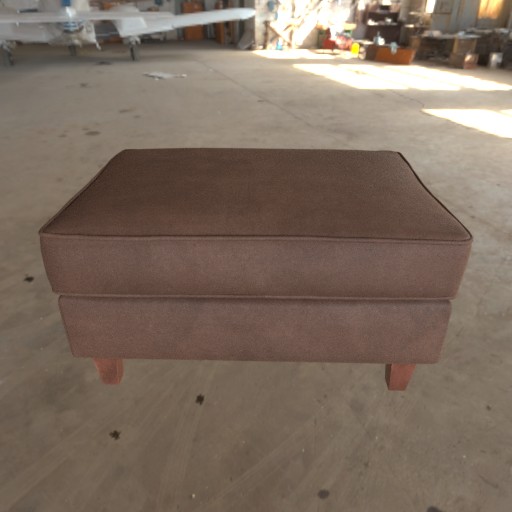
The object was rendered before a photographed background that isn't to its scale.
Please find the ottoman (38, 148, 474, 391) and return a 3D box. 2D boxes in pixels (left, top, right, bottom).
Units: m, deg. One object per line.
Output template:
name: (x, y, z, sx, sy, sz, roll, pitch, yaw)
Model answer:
ottoman: (0.000, 0.000, 1.175, 0.860, 0.481, 0.596, 1, 30, 1)
